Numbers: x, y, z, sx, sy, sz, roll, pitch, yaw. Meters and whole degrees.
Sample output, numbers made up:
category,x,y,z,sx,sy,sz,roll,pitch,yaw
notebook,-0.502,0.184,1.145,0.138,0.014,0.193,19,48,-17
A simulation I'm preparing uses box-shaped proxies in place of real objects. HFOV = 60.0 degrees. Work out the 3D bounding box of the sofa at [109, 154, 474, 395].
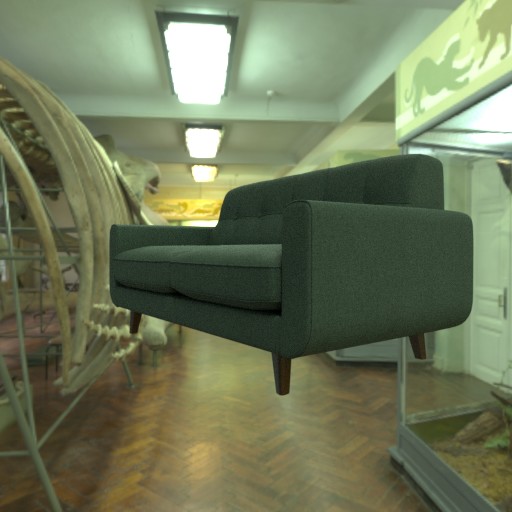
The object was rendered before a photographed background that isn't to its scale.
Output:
category,x,y,z,sx,sy,sz,roll,pitch,yaw
sofa,0.000,0.000,2.099,0.909,0.841,1.631,-1,1,-37
